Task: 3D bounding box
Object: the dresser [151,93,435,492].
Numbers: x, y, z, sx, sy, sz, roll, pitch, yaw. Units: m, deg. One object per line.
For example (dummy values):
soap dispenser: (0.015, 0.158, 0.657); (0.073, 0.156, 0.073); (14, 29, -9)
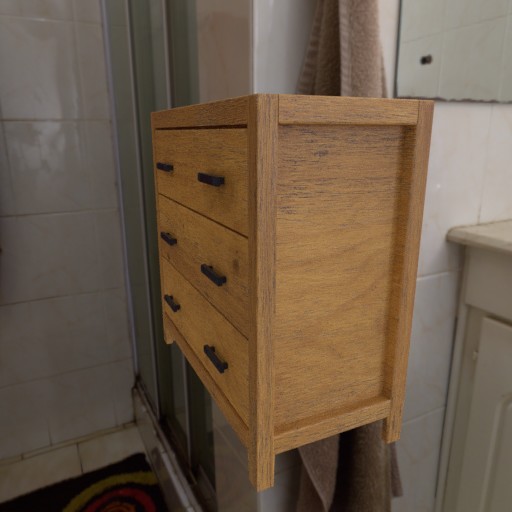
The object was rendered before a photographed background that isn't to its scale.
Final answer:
dresser: (0.000, 0.000, 1.265); (0.427, 0.804, 0.804); (-7, 17, -24)
